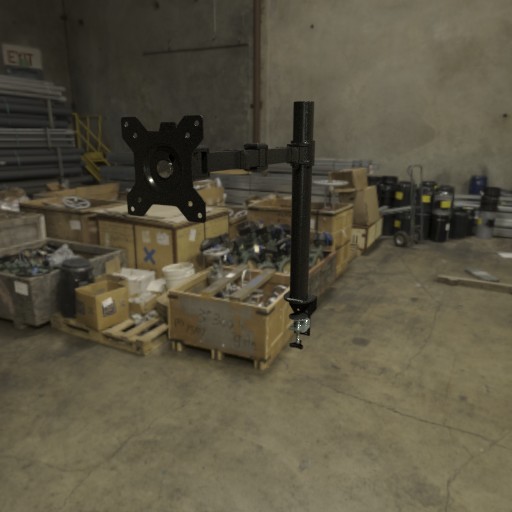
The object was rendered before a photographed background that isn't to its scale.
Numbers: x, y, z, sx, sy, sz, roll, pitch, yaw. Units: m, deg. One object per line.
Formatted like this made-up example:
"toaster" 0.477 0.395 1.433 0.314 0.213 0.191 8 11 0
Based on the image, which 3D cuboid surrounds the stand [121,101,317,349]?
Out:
"stand" 0.000 0.000 0.738 0.115 0.510 0.456 8 17 27
